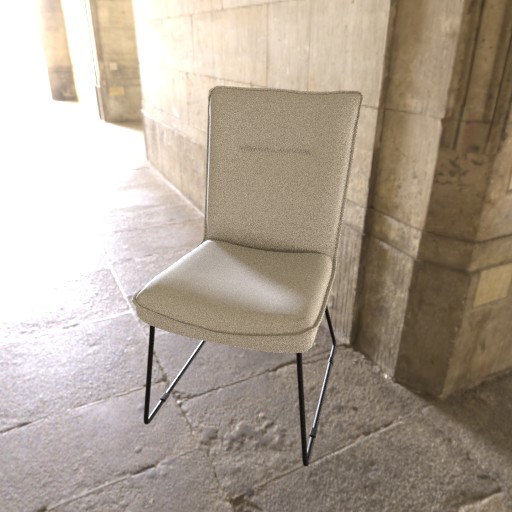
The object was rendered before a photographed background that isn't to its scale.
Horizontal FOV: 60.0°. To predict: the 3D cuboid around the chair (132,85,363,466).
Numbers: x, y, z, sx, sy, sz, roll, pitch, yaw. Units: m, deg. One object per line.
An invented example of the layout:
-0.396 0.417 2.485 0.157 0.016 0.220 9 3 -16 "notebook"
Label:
0.000 0.000 1.378 0.515 0.930 0.688 8 27 16 "chair"
